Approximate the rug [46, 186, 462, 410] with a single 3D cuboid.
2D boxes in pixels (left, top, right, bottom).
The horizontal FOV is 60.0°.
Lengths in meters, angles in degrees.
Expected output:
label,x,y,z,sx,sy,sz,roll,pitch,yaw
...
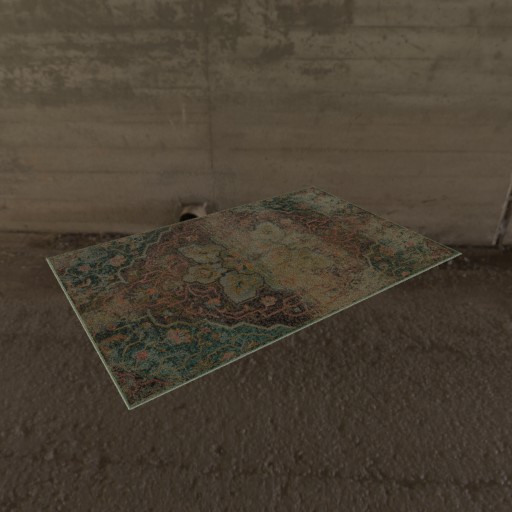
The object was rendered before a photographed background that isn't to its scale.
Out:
label,x,y,z,sx,sy,sz,roll,pitch,yaw
rug,0.000,0.000,2.972,2.363,0.004,1.566,-18,35,-29
